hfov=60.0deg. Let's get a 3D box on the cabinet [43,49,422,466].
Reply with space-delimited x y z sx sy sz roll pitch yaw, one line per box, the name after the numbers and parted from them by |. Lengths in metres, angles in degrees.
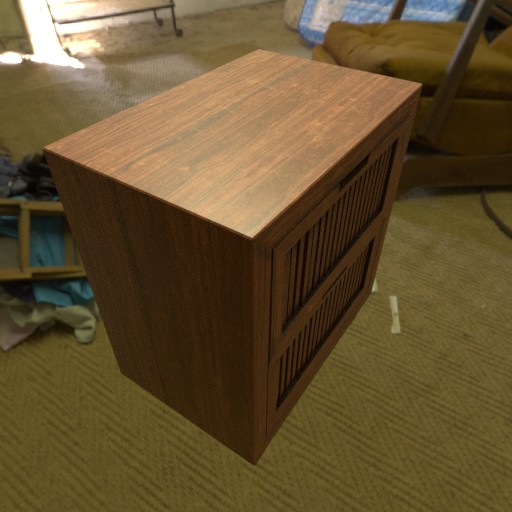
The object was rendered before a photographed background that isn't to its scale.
0.000 0.000 1.028 0.410 0.695 0.607 24 47 25 | cabinet
